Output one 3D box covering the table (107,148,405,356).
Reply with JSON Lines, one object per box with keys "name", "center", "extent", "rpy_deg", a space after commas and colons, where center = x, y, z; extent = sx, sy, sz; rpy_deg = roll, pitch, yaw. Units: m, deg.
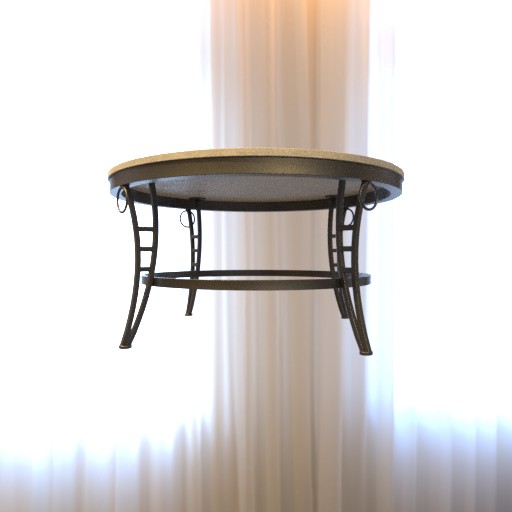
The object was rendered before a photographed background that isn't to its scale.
{"name": "table", "center": [0.000, 0.000, 1.399], "extent": [0.889, 0.470, 0.889], "rpy_deg": [0, 0, 0]}
